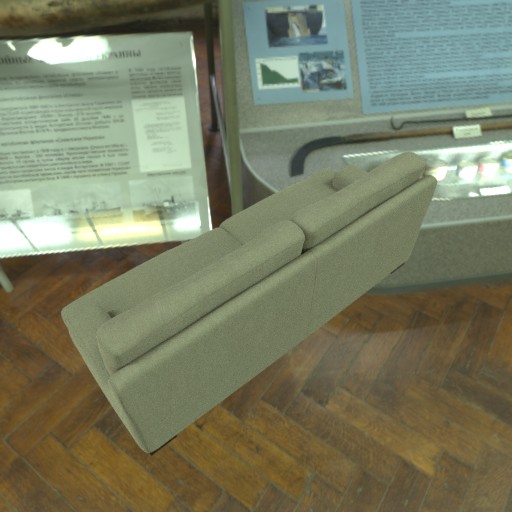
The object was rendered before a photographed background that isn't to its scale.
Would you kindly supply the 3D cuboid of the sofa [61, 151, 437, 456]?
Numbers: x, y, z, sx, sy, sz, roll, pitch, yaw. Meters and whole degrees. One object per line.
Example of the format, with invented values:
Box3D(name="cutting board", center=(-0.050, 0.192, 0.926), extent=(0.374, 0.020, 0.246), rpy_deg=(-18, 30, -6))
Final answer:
Box3D(name="sofa", center=(0.000, 0.000, 2.859), extent=(2.354, 0.980, 0.962), rpy_deg=(-31, 53, -27))
